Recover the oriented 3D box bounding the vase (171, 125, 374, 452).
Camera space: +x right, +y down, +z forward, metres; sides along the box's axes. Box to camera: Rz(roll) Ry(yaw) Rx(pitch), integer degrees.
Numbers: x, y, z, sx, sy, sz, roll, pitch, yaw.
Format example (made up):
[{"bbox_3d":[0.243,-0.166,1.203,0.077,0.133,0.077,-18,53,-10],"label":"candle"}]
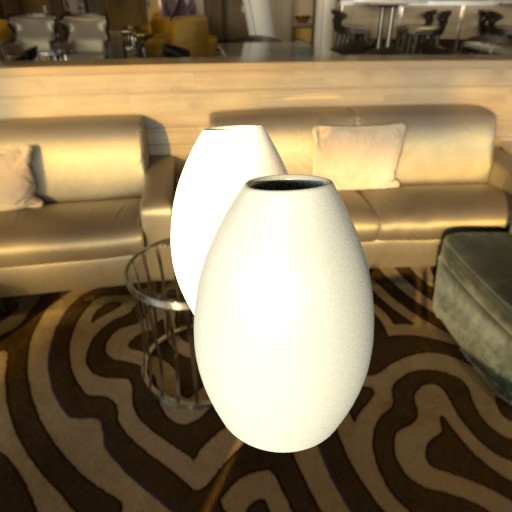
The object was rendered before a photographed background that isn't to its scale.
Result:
[{"bbox_3d":[0.000,0.000,0.257,0.089,0.131,0.187,-8,31,-14],"label":"vase"}]
